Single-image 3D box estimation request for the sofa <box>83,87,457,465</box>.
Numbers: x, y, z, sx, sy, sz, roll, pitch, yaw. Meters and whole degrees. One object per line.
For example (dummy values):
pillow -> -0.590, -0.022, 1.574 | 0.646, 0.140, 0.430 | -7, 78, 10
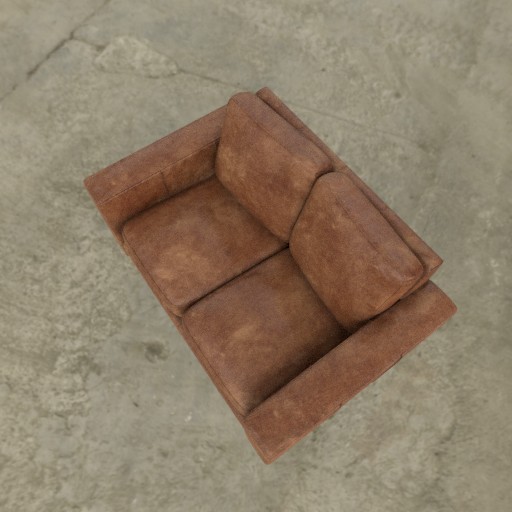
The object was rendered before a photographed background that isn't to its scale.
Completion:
sofa -> 0.000, 0.000, 2.250 | 1.041, 0.889, 1.626 | -33, 68, -15
